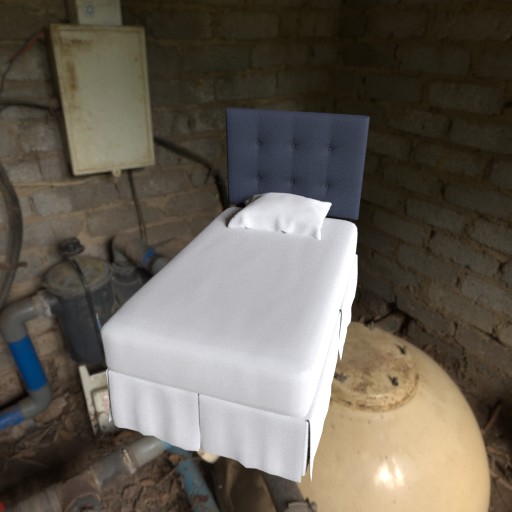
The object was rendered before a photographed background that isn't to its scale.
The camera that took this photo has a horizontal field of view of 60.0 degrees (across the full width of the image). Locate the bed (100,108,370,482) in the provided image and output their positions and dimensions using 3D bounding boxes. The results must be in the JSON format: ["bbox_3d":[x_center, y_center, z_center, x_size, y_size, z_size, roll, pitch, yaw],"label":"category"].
[{"bbox_3d":[0.000,0.000,2.980,1.261,1.571,1.997,9,29,16],"label":"bed"}]
